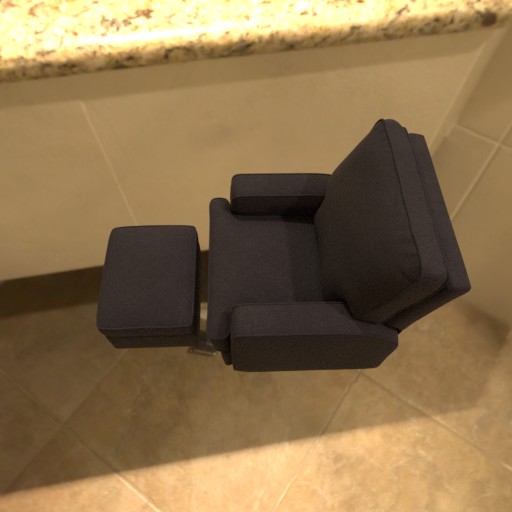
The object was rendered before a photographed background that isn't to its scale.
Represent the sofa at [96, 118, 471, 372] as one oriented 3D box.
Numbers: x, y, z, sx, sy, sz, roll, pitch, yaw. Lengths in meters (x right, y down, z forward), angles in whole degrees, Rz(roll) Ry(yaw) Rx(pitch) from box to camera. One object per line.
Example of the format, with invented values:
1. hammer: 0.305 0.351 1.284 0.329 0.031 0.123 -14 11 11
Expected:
1. sofa: 0.000 0.000 2.009 1.472 0.959 0.861 -2 59 -1
